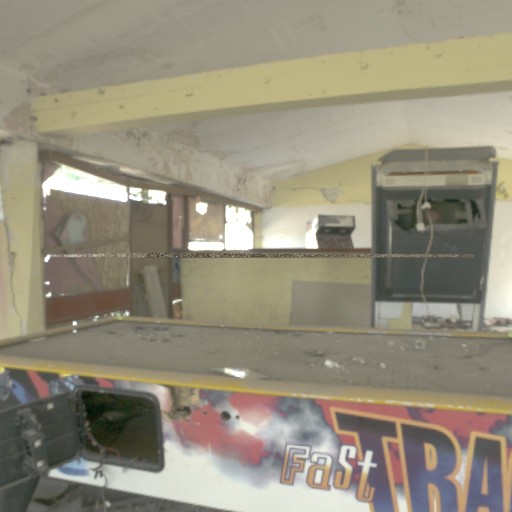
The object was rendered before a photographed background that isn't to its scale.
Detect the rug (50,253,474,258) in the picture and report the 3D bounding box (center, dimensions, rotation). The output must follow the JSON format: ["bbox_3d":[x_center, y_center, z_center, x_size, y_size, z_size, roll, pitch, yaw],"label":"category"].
[{"bbox_3d":[0.000,0.000,3.999,3.000,0.025,2.401,0,0,-35],"label":"rug"}]
